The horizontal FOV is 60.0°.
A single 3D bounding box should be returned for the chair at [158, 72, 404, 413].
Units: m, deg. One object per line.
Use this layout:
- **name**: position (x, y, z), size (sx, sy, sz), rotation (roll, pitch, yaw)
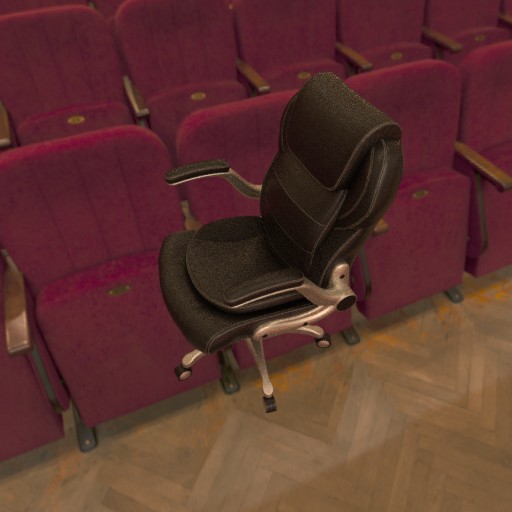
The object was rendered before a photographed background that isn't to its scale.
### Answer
- **chair**: position (0.000, 0.000, 1.680), size (0.801, 1.141, 0.724), rotation (-17, 48, -16)
